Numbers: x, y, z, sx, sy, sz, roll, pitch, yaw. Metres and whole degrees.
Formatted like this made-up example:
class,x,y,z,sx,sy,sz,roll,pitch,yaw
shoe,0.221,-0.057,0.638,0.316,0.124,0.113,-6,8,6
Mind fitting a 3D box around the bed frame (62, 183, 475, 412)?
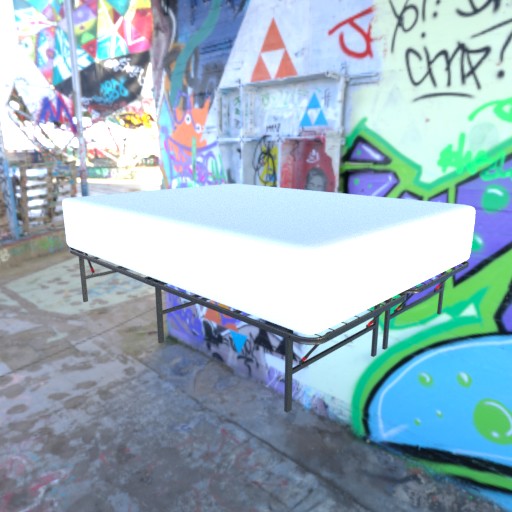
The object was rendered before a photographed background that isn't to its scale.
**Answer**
class,x,y,z,sx,sy,sz,roll,pitch,yaw
bed frame,0.000,0.000,2.736,2.037,0.677,1.528,14,20,43
